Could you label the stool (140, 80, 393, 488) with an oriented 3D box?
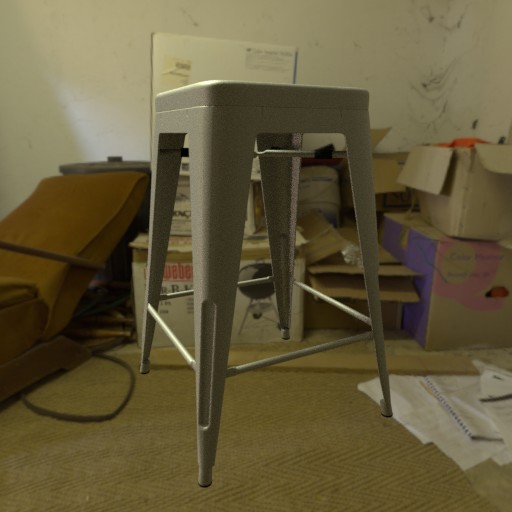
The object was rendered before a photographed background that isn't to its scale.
[{"bbox_3d":[0.000,0.000,0.874,0.406,0.610,0.406,-8,17,-27],"label":"stool"}]
